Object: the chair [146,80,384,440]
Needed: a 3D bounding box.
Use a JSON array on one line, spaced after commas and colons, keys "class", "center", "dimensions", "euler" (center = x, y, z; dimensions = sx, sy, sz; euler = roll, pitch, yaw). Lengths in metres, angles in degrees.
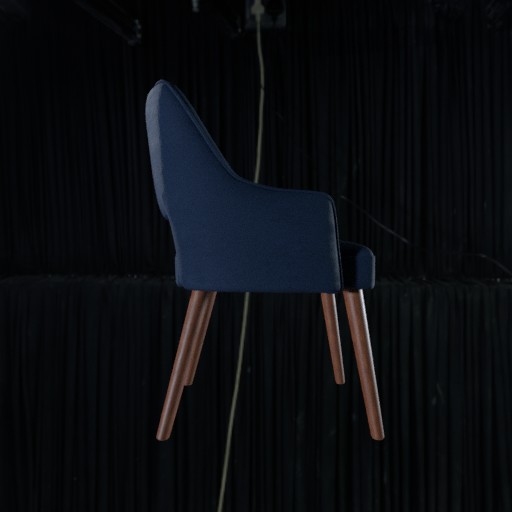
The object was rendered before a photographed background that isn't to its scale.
[{"class": "chair", "center": [0.000, 0.000, 1.238], "dimensions": [0.591, 0.844, 0.559], "euler": [0, 1, -1]}]
